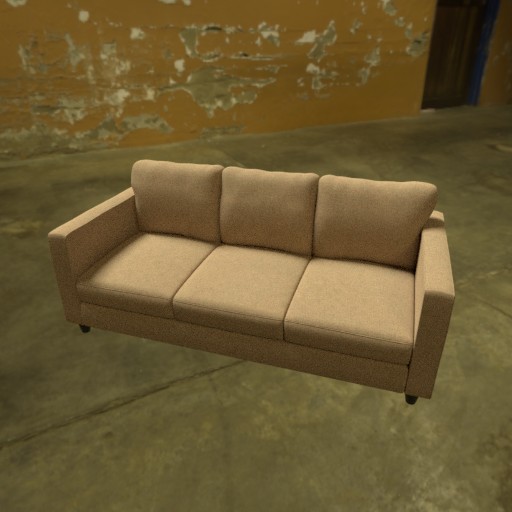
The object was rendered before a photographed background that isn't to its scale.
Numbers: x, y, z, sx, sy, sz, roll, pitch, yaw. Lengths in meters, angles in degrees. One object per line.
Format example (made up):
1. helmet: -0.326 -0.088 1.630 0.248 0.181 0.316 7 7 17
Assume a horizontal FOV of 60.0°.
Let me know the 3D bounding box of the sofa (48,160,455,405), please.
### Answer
1. sofa: 0.000 0.000 2.363 1.855 0.800 0.930 8 28 16
